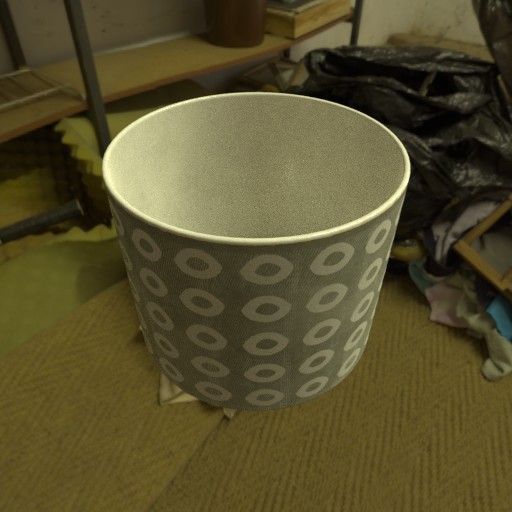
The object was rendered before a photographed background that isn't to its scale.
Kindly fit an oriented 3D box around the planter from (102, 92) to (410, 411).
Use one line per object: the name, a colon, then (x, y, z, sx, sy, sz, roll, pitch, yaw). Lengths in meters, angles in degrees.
planter: (0.000, 0.000, 0.340, 0.190, 0.181, 0.190, 0, 41, 0)
